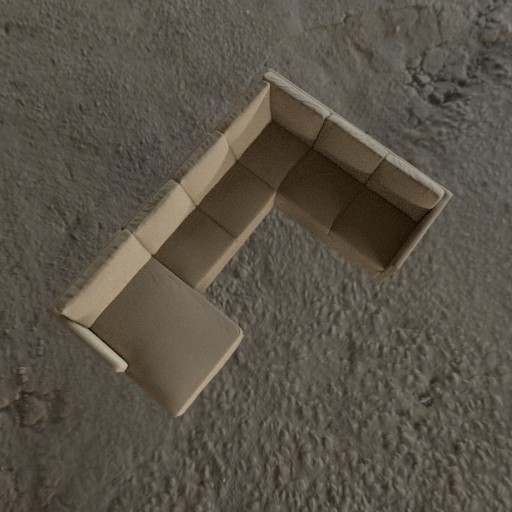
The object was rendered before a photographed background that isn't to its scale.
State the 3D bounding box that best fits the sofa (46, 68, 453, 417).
[{"bbox_3d":[0.000,0.000,4.643,2.476,0.878,3.528,38,79,9],"label":"sofa"}]
